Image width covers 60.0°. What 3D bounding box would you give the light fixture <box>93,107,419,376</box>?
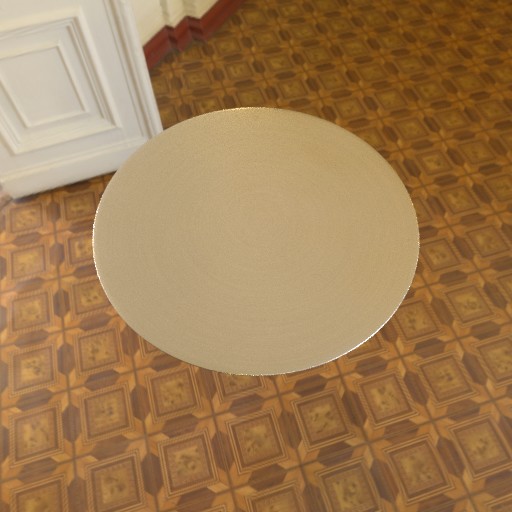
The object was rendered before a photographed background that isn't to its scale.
[{"bbox_3d":[0.000,0.000,0.443,0.280,0.135,0.280,0,58,0],"label":"light fixture"}]
